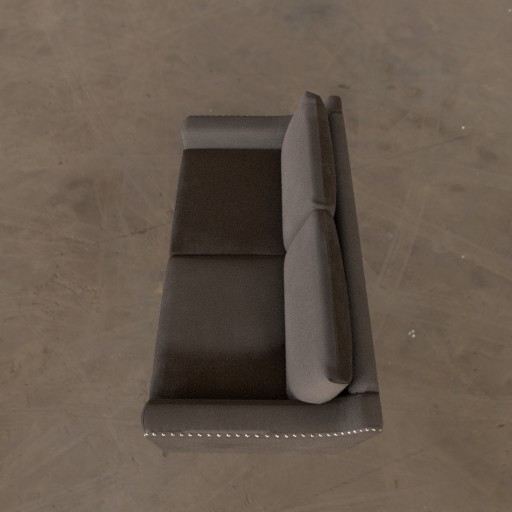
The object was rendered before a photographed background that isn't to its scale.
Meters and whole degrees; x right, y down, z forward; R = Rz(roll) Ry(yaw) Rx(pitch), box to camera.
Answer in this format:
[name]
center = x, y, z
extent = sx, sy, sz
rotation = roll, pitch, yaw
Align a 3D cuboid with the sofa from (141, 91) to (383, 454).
[sofa]
center = 0.000, 0.000, 3.246
extent = 1.336, 1.196, 2.550
rotation = 1, 59, 0
